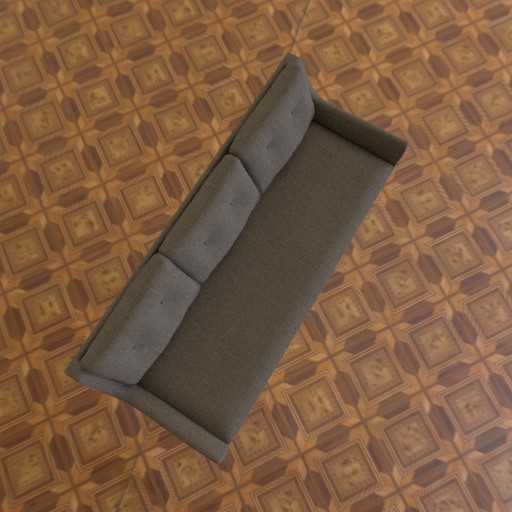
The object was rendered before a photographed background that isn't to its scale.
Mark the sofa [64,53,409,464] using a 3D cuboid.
[{"bbox_3d":[0.000,0.000,2.524,0.849,0.837,2.060,31,78,7],"label":"sofa"}]
